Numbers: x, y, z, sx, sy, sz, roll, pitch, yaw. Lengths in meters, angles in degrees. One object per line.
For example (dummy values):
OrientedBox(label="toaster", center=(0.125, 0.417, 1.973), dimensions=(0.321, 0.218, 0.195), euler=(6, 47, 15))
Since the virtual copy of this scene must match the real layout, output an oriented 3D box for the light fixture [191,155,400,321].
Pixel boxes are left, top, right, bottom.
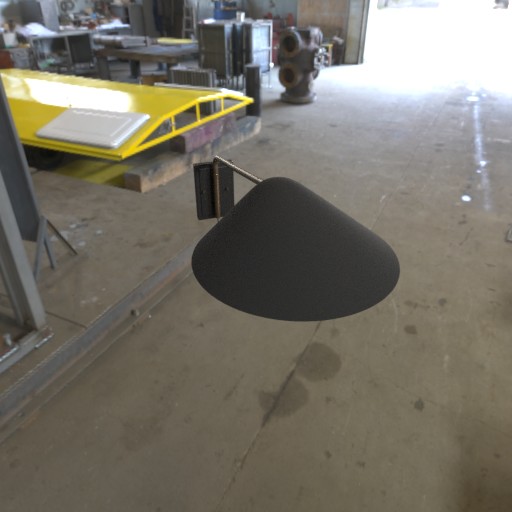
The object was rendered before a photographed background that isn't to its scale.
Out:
OrientedBox(label="light fixture", center=(0.000, 0.000, 0.674), dimensions=(0.240, 0.312, 0.516), euler=(-10, 33, -16))
